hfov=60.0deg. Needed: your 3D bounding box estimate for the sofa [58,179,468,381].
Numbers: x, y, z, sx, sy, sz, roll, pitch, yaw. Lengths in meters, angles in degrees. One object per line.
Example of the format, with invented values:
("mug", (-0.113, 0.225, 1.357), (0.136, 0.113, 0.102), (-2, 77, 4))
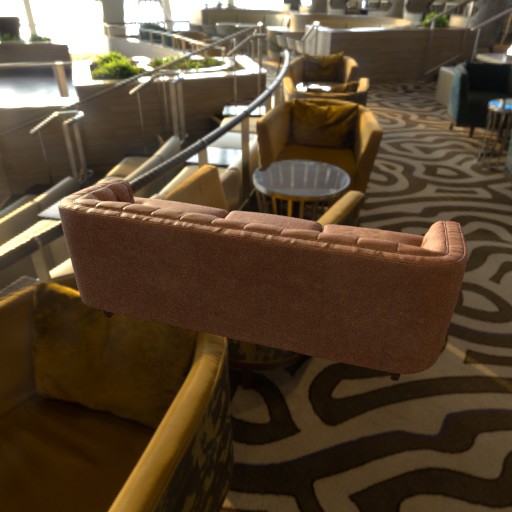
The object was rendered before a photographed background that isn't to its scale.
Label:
("sofa", (0.000, 0.000, 2.668), (2.257, 0.791, 0.922), (9, 33, 15))
